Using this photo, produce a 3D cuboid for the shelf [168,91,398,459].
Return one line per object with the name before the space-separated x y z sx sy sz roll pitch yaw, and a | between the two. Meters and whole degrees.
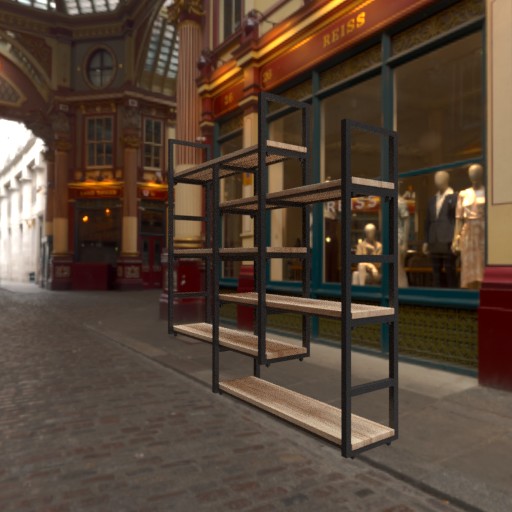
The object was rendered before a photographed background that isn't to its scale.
shelf | 0.000 0.000 1.415 0.183 0.921 0.946 0 0 -35
